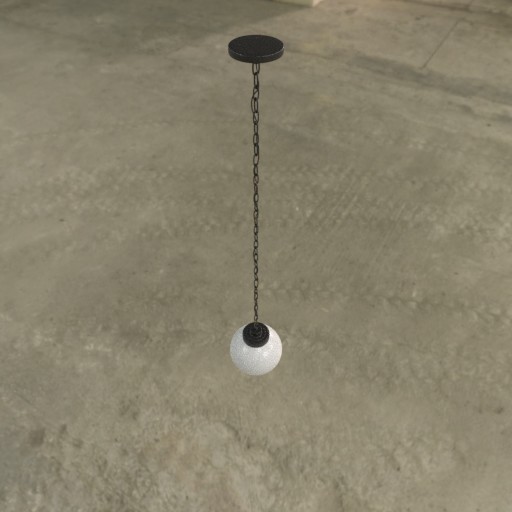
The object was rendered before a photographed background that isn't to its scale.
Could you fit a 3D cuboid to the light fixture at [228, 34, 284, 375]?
[{"bbox_3d":[0.000,0.000,2.031,0.305,1.867,0.304,-24,51,-21],"label":"light fixture"}]
